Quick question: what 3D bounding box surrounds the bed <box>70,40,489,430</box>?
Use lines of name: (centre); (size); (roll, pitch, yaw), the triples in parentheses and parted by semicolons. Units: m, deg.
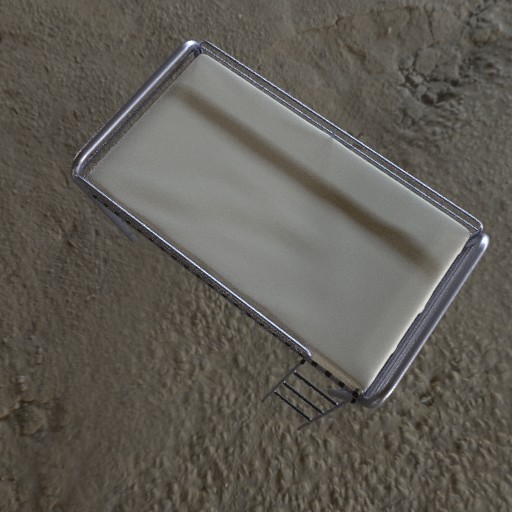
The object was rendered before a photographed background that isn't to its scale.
bed: (0.000, 0.000, 2.824); (1.965, 1.288, 1.415); (36, 78, 9)
